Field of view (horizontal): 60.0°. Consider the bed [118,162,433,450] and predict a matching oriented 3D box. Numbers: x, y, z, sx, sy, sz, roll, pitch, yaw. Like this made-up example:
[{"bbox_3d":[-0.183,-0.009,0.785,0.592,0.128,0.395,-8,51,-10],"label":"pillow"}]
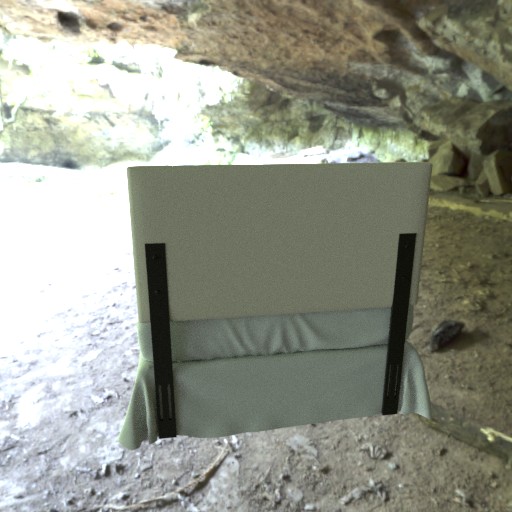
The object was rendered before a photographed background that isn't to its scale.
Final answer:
[{"bbox_3d":[0.000,0.000,3.464,1.936,1.577,2.222,-3,17,-9],"label":"bed"}]
